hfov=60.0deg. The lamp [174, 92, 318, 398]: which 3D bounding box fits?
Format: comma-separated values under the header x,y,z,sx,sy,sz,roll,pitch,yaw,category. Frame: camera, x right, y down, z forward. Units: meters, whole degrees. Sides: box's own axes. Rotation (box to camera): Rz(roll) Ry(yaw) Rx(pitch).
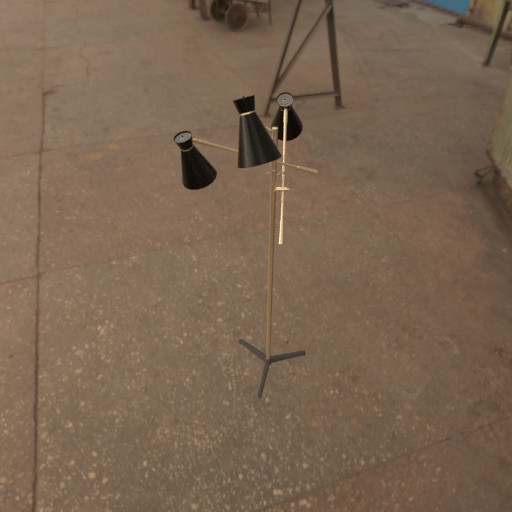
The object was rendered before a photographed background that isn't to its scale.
x,y,z,sx,sy,sz,roll,pitch,yaw,category
0.000,0.000,2.205,0.653,1.804,0.750,-11,42,-13,lamp
